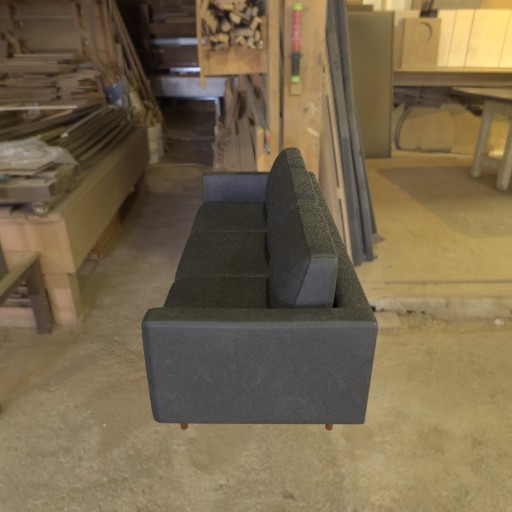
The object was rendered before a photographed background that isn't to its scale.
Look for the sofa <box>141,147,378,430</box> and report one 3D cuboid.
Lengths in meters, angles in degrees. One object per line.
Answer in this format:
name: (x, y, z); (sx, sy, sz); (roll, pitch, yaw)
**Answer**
sofa: (0.000, 0.000, 2.570); (0.879, 0.899, 2.029); (0, 26, 0)
